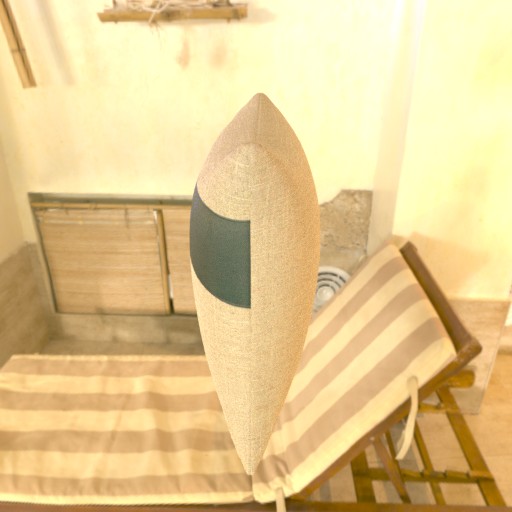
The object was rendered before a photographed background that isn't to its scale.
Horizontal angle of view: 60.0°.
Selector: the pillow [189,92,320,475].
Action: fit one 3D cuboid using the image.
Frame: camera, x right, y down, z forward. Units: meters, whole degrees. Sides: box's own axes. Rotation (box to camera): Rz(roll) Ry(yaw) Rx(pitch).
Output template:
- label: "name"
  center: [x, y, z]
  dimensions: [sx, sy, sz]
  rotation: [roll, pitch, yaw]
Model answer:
- label: "pillow"
  center: [0.000, 0.000, 0.627]
  dimensions: [0.173, 0.399, 0.414]
  rotation: [1, 26, 2]
